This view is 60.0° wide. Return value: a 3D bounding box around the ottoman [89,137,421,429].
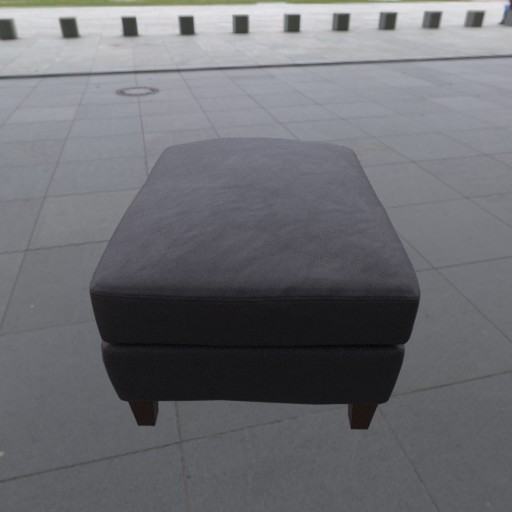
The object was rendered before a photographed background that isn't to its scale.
[{"bbox_3d":[0.000,0.000,1.275,0.659,0.529,0.887,0,32,1],"label":"ottoman"}]
